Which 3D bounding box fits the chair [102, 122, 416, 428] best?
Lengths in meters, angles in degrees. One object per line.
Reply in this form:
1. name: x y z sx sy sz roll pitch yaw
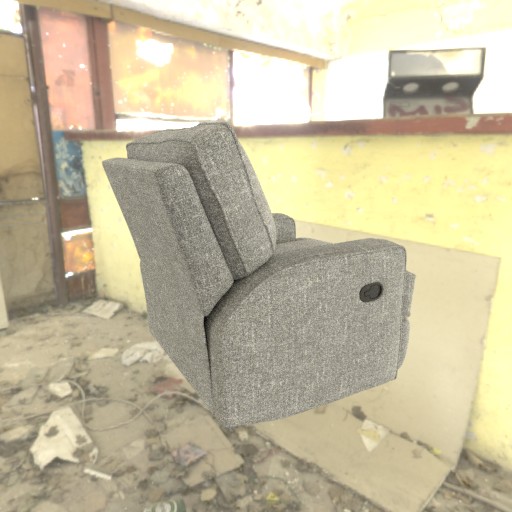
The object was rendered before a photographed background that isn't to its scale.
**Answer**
1. chair: 0.000 0.000 1.713 0.964 0.962 0.861 -8 16 -28
